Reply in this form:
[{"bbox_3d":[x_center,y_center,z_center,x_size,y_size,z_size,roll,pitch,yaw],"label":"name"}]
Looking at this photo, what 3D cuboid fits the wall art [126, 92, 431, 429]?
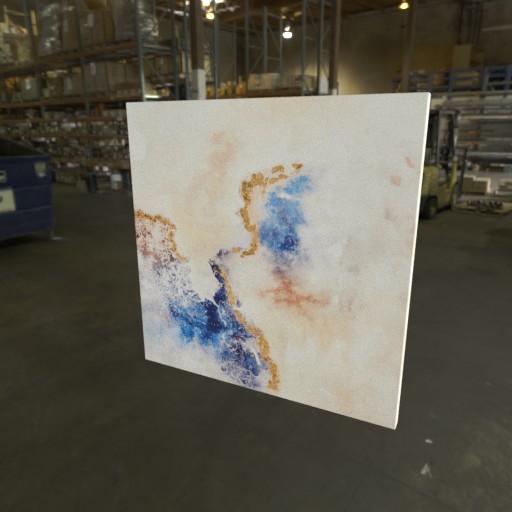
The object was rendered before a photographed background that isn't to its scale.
[{"bbox_3d":[0.000,0.000,1.325,0.889,0.889,0.038,8,18,26],"label":"wall art"}]
